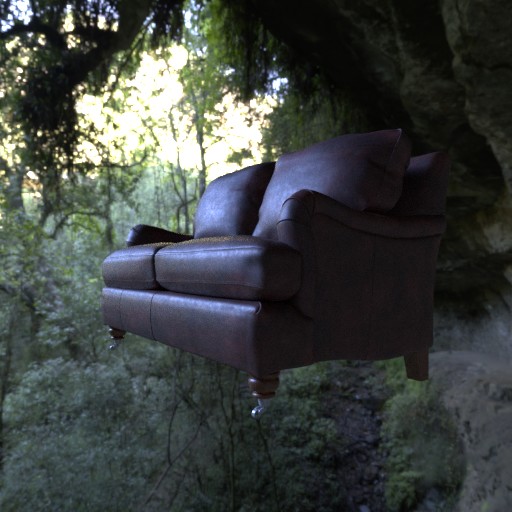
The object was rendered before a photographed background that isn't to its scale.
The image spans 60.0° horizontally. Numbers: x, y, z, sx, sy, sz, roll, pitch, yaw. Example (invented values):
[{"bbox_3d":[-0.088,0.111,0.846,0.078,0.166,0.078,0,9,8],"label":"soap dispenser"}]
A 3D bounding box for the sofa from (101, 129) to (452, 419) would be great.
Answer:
[{"bbox_3d":[0.000,0.000,2.283,1.148,1.070,1.628,1,-2,-36],"label":"sofa"}]
